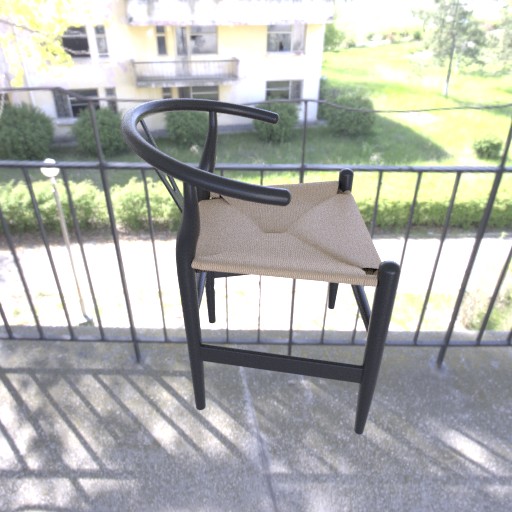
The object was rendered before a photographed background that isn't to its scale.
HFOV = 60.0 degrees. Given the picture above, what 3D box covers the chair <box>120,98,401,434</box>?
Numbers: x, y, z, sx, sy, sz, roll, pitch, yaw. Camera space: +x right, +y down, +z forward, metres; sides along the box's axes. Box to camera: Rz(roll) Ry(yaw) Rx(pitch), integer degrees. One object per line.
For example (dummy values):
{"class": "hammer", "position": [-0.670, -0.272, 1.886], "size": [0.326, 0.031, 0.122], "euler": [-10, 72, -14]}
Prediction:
{"class": "chair", "position": [0.000, 0.000, 1.153], "size": [0.570, 0.739, 0.570], "euler": [0, 32, 0]}
